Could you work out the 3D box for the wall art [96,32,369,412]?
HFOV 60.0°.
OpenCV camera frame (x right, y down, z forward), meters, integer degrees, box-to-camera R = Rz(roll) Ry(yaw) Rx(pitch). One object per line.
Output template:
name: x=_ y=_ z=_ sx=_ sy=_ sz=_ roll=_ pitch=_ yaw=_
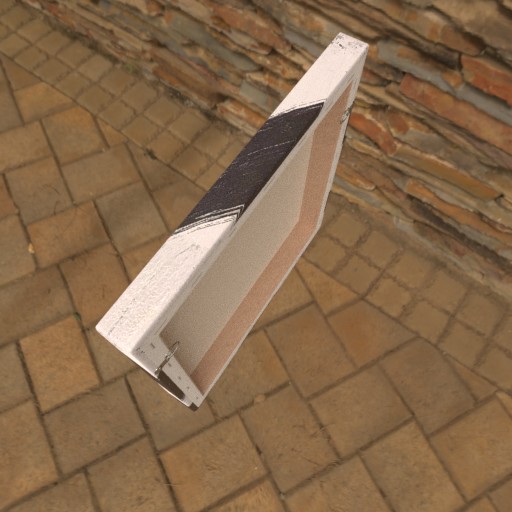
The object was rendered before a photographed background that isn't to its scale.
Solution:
wall art: x=0.000 y=0.000 z=0.748 sx=0.050 sy=0.508 sz=0.507 roll=30 pitch=68 yaw=14
